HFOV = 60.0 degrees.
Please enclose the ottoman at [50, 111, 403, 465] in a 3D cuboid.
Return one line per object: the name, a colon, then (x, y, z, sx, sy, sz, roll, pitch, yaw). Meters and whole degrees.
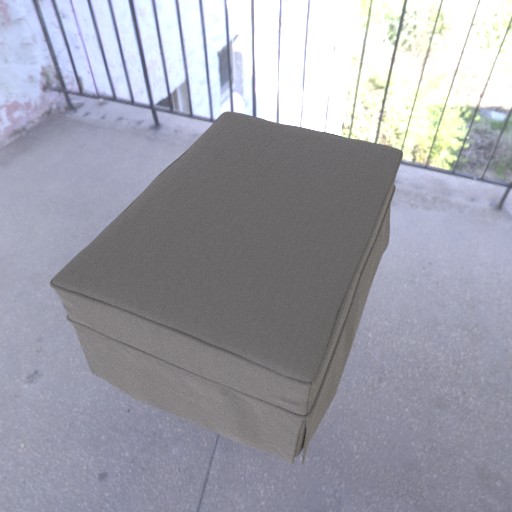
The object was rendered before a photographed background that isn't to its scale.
ottoman: (0.000, 0.000, 1.346, 0.703, 0.479, 0.944, 18, 48, 16)
